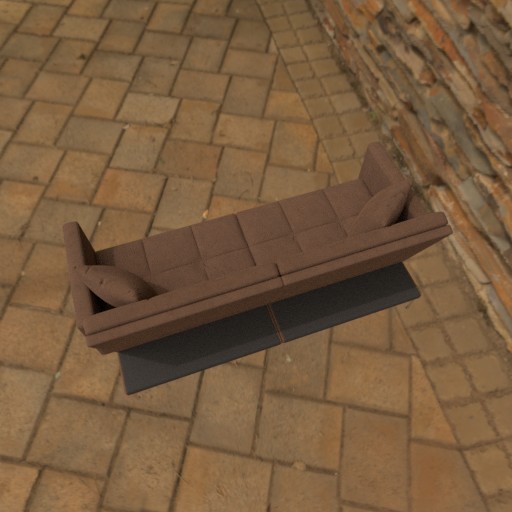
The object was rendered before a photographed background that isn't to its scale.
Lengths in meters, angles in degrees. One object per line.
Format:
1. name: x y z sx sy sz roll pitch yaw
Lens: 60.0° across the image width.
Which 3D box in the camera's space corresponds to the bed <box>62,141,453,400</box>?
1. bed: 0.000 0.000 2.445 1.905 0.787 0.889 -17 60 -10
